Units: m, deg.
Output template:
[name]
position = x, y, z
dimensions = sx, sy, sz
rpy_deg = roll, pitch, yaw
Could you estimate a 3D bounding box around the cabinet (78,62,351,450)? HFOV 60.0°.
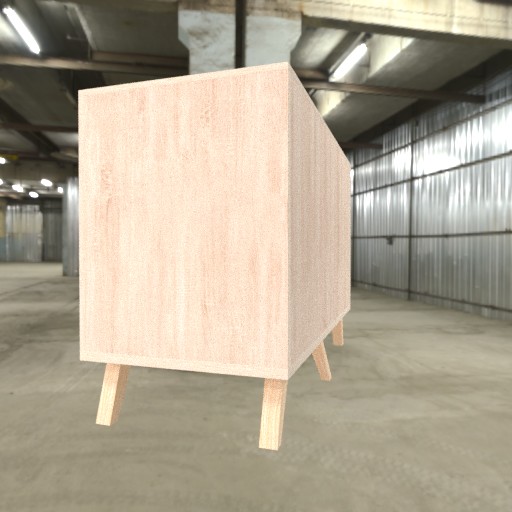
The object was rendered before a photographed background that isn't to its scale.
[cabinet]
position = 0.000, 0.000, 1.480
dimensions = 0.500, 0.780, 1.110
rpy_deg = 0, 1, 18
